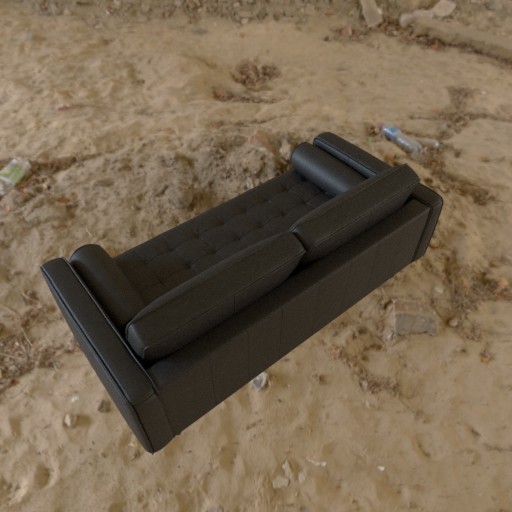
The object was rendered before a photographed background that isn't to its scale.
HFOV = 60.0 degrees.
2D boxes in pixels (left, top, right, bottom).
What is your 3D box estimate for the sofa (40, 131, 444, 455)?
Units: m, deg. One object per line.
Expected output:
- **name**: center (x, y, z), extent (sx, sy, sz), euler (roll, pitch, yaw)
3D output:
- **sofa**: center (0.000, 0.000, 2.315), extent (1.879, 0.770, 0.921), euler (-30, 53, -26)
